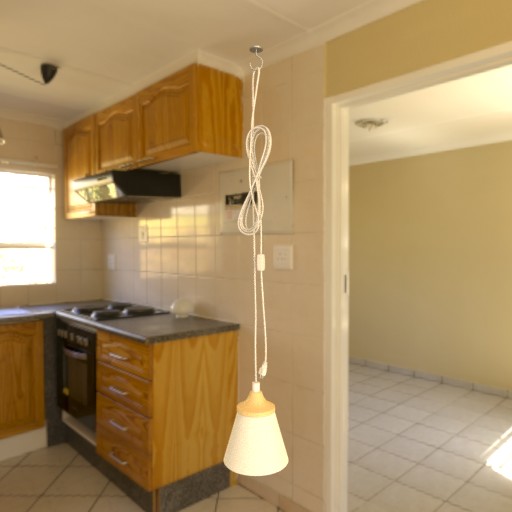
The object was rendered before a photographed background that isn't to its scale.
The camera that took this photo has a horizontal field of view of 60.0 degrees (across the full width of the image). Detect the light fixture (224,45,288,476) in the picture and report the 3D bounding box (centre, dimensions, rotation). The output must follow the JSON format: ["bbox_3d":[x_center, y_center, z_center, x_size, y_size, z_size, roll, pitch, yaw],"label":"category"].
[{"bbox_3d":[0.000,0.000,1.043,0.153,0.966,0.153,1,1,36],"label":"light fixture"}]
